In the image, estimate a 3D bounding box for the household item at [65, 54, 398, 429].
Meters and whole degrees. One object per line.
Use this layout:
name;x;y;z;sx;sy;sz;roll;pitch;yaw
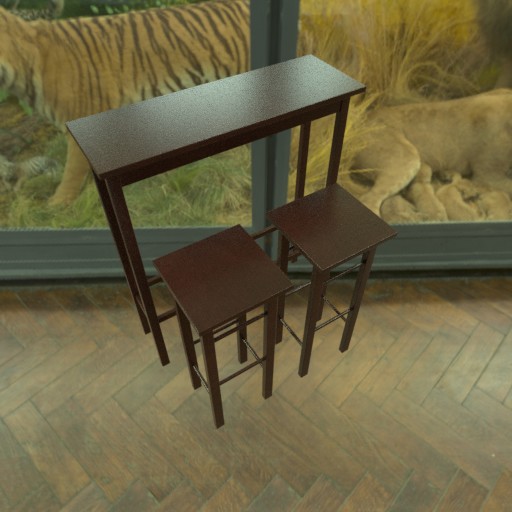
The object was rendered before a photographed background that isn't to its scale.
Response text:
household item;0.000;0.000;1.674;0.914;1.067;0.676;-25;51;-22
